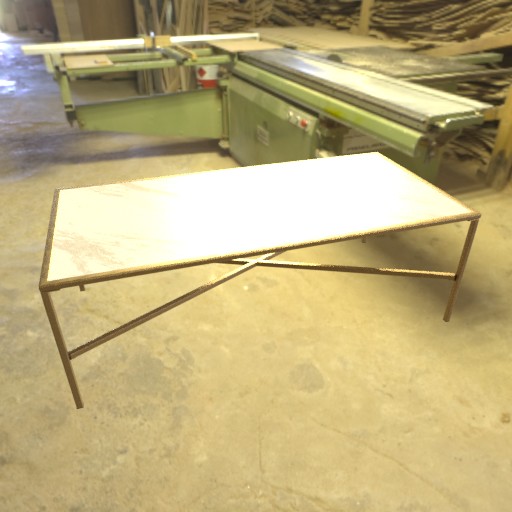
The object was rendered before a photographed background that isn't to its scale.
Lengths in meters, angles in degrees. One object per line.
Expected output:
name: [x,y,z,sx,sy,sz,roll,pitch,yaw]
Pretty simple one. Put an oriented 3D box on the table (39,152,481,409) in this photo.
table: [0.000,0.000,1.475,1.197,0.405,0.577,-10,33,-15]
